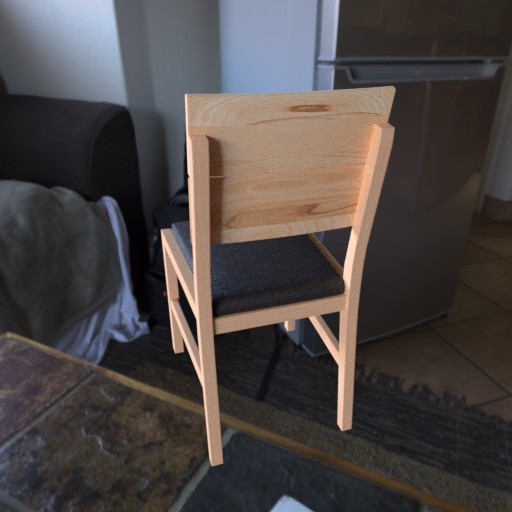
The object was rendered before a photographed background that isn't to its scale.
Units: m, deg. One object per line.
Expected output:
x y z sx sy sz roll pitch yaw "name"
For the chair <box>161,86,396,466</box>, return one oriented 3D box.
0.000 0.000 1.271 0.475 0.950 0.560 -8 28 -16 "chair"
